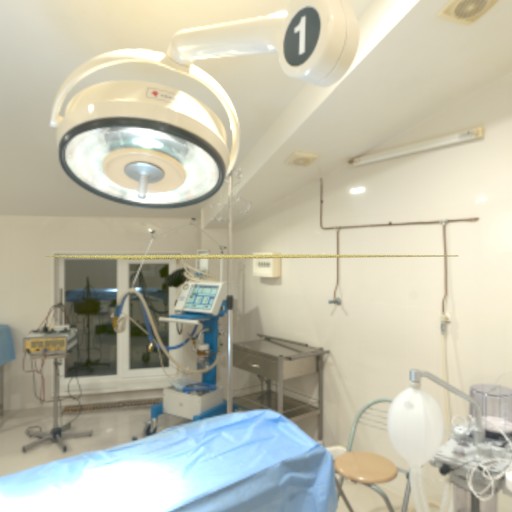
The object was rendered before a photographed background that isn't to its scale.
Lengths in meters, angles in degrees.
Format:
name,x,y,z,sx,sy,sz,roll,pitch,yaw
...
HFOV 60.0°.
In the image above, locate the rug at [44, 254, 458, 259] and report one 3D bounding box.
name,x,y,z,sx,sy,sz,roll,pitch,yaw
rug,0.000,0.000,2.941,2.297,0.007,1.529,0,1,-36
